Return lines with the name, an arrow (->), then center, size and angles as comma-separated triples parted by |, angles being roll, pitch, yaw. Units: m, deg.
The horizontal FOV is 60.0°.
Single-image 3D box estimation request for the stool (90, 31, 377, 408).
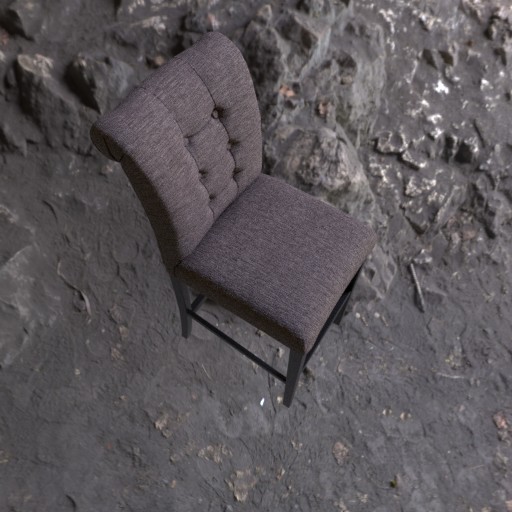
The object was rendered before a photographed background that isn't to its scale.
stool -> 0.000, 0.000, 1.418 | 0.613, 1.131, 0.452 | 29, 62, 17
